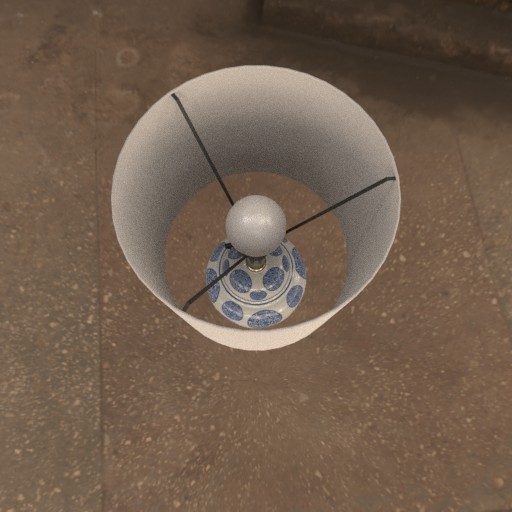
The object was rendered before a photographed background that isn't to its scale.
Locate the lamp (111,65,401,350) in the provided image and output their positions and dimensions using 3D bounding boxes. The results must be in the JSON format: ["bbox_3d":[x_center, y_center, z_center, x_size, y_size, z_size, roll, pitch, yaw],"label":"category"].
[{"bbox_3d":[0.000,0.000,0.513,0.215,0.381,0.215,-4,74,-1],"label":"lamp"}]
